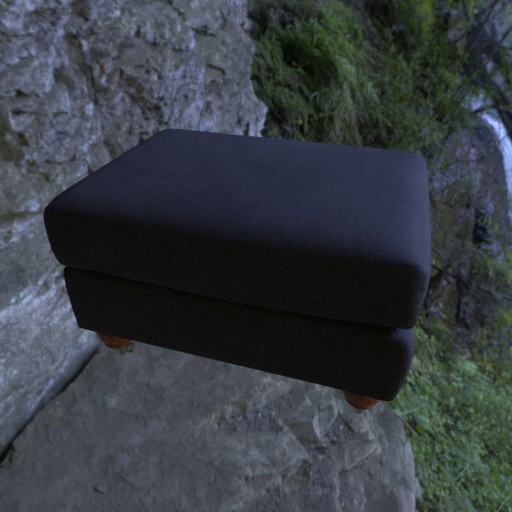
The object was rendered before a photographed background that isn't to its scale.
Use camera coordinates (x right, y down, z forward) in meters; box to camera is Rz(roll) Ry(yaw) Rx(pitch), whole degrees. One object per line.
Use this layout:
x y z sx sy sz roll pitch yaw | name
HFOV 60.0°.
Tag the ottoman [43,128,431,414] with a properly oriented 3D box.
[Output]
0.000 0.000 1.123 0.773 0.497 0.574 10 34 15 | ottoman
